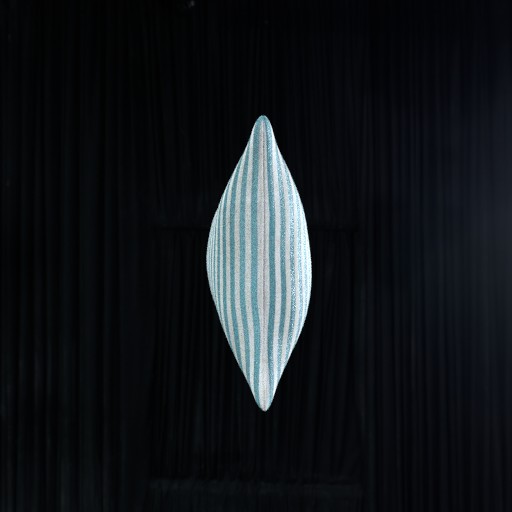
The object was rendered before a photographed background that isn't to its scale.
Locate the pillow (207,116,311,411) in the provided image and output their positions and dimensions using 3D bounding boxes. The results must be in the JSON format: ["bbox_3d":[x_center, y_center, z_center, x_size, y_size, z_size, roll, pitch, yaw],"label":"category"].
[{"bbox_3d":[0.000,0.000,0.741,0.151,0.295,0.617,0,2,-1],"label":"pillow"}]
